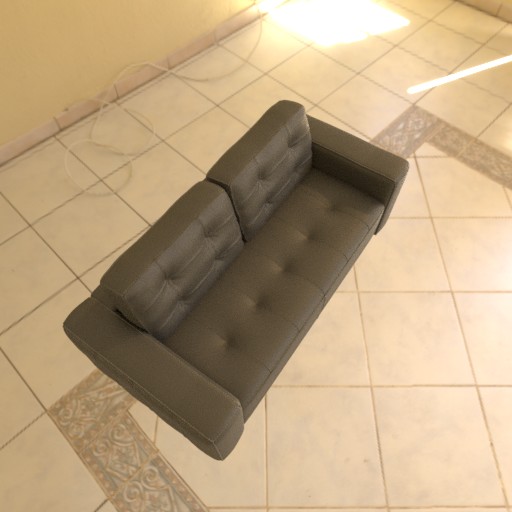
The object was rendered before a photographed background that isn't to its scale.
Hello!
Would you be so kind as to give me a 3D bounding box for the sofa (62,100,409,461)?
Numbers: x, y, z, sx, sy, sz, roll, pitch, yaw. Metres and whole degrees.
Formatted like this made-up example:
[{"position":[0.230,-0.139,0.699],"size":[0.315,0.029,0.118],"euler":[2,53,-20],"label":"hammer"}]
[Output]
[{"position":[0.000,0.000,2.242],"size":[0.833,0.892,1.726],"euler":[31,63,17],"label":"sofa"}]
